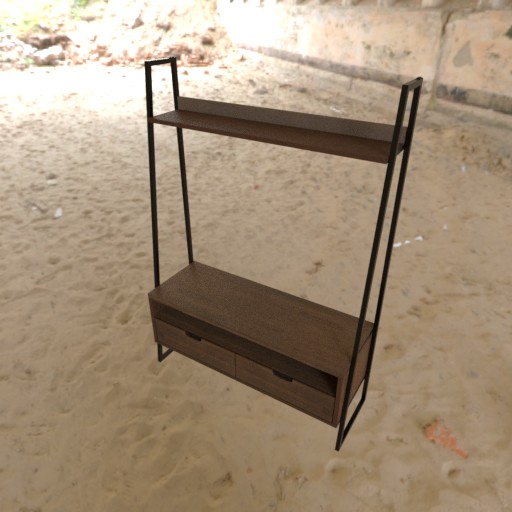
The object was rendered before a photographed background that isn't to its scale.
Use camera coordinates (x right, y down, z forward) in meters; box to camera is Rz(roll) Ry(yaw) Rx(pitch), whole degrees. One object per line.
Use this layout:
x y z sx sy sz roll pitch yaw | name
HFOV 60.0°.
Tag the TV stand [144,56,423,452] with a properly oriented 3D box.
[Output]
0.000 0.000 2.273 1.250 1.772 0.432 18 35 27 | TV stand
